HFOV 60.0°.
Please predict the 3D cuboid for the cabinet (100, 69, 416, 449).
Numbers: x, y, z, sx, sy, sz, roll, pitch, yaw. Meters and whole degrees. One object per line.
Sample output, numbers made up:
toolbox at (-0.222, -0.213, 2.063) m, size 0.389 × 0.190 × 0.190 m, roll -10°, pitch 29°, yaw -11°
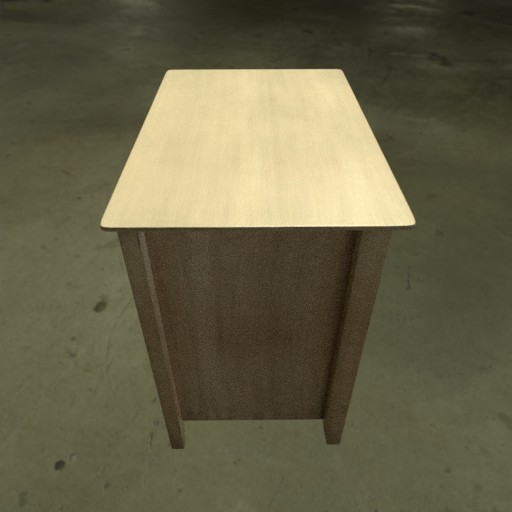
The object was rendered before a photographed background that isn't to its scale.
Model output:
cabinet at (0.000, 0.000, 1.229) m, size 0.503 × 0.762 × 0.763 m, roll 0°, pitch 40°, yaw 0°
